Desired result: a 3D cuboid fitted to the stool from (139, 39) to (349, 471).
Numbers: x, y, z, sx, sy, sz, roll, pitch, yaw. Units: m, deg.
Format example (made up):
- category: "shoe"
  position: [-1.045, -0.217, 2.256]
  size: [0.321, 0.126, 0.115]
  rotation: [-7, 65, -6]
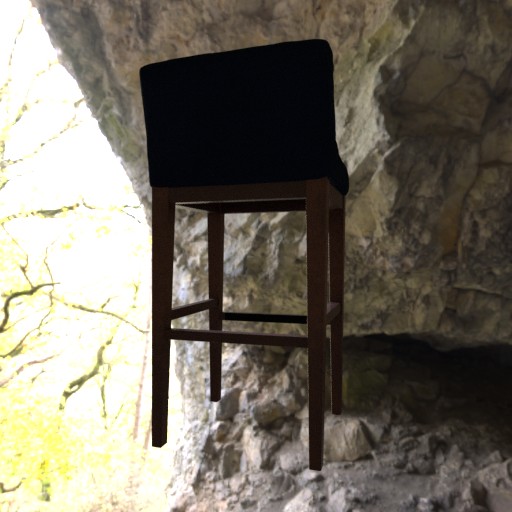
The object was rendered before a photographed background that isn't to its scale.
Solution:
- category: "stool"
  position: [0.000, 0.000, 1.319]
  size: [0.511, 1.037, 0.500]
  rotation: [0, 0, 17]
